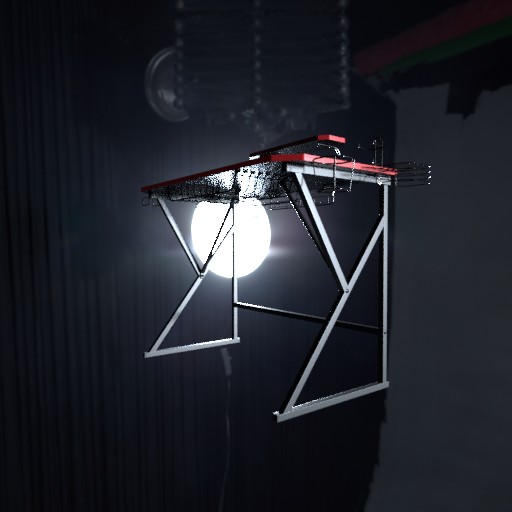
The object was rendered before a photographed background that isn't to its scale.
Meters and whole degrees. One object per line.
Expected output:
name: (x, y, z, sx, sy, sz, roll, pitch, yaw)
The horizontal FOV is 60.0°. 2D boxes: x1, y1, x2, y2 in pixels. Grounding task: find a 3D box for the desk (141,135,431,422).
desk: (0.000, 0.000, 1.770, 0.588, 0.913, 1.280, -1, 2, -38)
